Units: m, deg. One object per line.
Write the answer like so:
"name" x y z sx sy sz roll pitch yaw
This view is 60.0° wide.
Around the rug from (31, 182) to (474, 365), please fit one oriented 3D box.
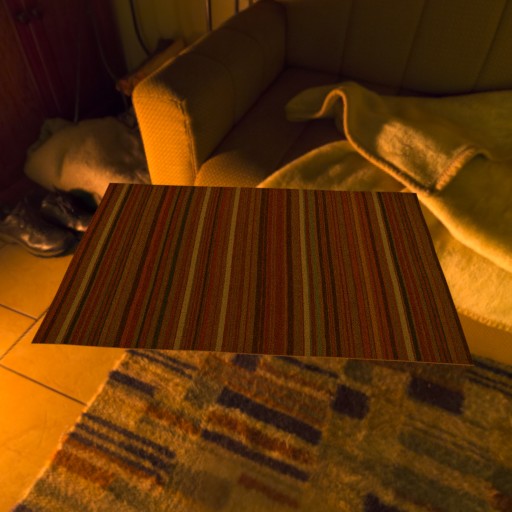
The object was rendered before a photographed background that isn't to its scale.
"rug" 0.000 0.000 2.966 2.438 0.008 1.523 2 45 2
